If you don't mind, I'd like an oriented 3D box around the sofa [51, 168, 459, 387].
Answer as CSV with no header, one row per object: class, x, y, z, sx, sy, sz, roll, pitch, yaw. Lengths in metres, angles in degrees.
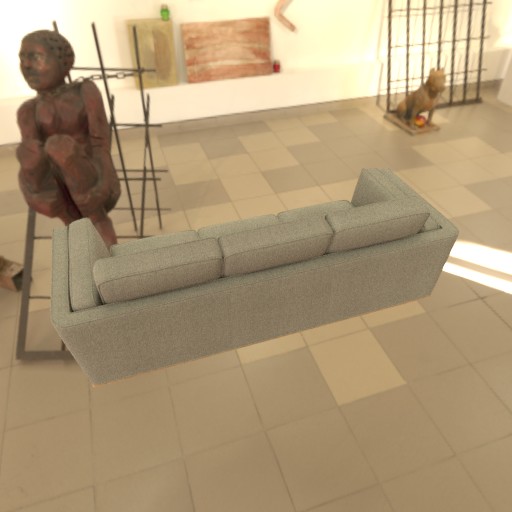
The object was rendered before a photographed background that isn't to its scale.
sofa,0.000,0.000,2.845,2.362,0.899,0.903,-12,41,-14
